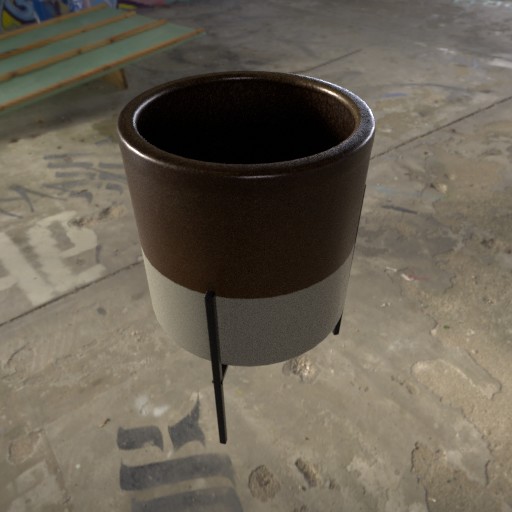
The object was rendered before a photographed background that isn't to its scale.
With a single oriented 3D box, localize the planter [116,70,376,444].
[{"bbox_3d":[0.000,0.000,0.551,0.269,0.375,0.255,-12,41,-14],"label":"planter"}]
